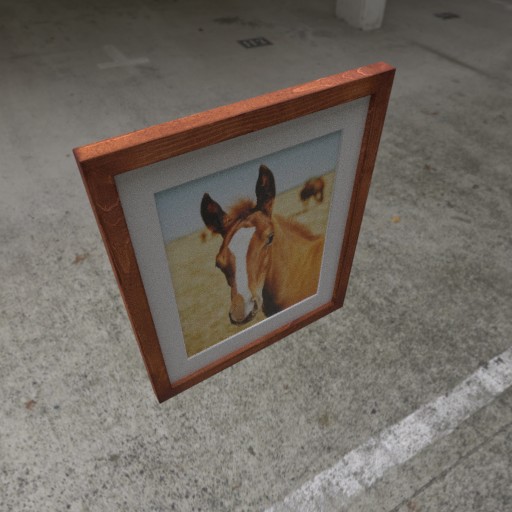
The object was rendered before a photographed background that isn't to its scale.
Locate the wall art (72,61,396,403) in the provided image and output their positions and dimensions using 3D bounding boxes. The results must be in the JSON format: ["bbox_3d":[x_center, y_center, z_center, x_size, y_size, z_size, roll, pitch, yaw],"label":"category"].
[{"bbox_3d":[0.000,0.000,0.766,0.462,0.558,0.030,-24,50,-22],"label":"wall art"}]
